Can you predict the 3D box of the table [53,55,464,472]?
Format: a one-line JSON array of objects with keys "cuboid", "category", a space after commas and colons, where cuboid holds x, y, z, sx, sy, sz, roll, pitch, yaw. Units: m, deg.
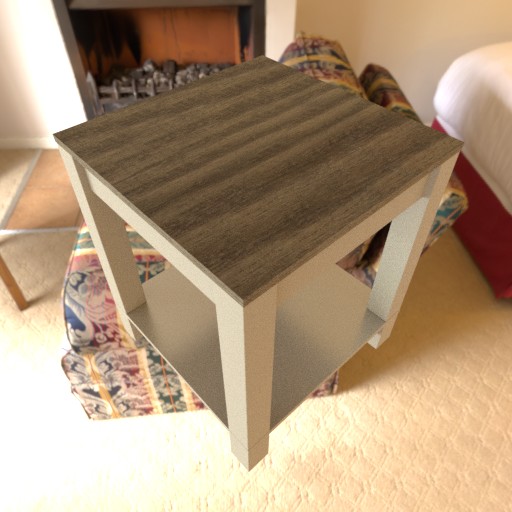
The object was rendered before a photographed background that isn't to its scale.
[{"cuboid": [0.000, 0.000, 0.978, 0.506, 0.587, 0.504, -34, 54, -28], "category": "table"}]
